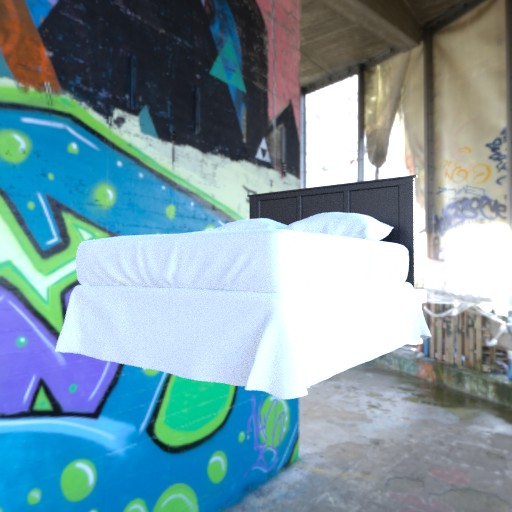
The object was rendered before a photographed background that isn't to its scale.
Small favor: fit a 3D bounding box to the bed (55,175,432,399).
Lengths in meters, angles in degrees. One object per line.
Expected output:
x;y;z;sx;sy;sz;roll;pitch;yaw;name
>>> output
0.000;0.000;3.130;1.870;1.270;2.050;-1;-2;37;bed
